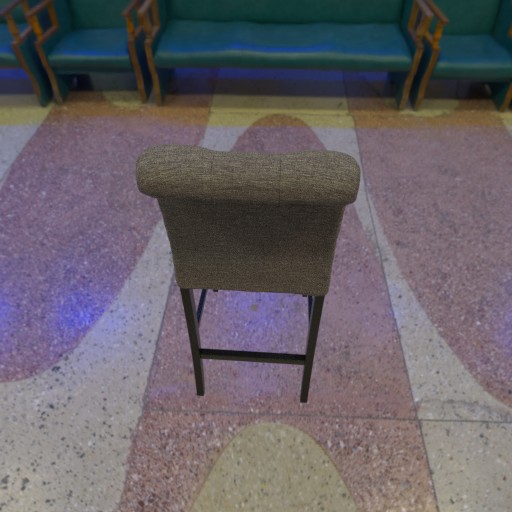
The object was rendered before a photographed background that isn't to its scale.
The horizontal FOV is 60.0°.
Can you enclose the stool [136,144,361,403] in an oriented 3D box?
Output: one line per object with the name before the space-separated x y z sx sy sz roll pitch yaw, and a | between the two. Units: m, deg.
stool | 0.000 0.000 1.443 0.452 1.131 0.613 3 48 3
